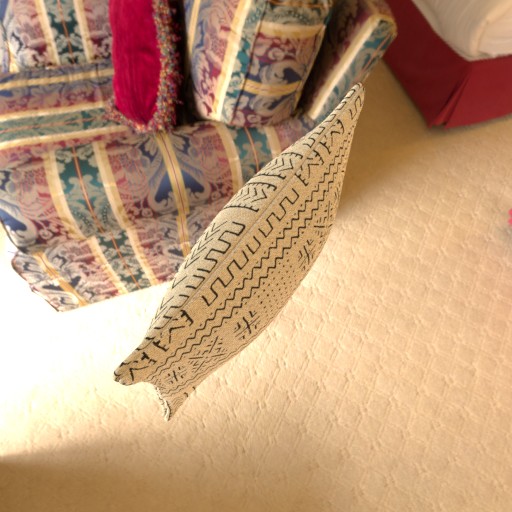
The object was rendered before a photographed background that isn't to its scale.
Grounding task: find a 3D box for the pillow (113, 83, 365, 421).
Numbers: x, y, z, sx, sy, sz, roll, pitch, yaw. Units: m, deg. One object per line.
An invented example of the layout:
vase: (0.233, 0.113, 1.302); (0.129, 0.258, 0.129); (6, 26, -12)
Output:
pillow: (0.000, 0.000, 0.817); (0.188, 0.352, 0.637); (32, 68, 15)
